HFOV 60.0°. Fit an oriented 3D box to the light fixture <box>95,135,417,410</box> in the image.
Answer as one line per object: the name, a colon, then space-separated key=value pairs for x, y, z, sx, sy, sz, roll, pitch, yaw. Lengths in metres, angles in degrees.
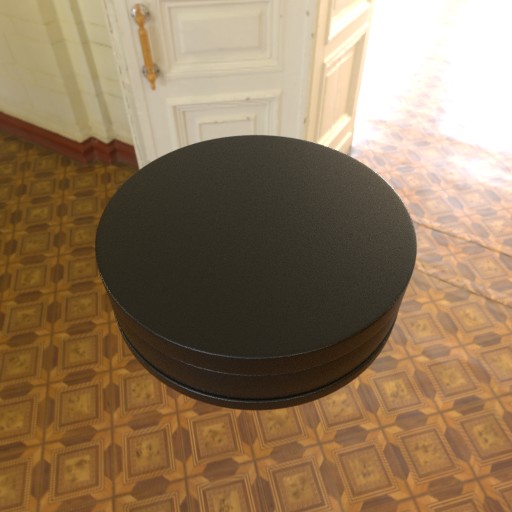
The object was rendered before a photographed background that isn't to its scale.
light fixture: x=0.000 y=0.000 z=0.431 sx=0.283 sy=0.097 sz=0.283 roll=0 pitch=47 yaw=0
